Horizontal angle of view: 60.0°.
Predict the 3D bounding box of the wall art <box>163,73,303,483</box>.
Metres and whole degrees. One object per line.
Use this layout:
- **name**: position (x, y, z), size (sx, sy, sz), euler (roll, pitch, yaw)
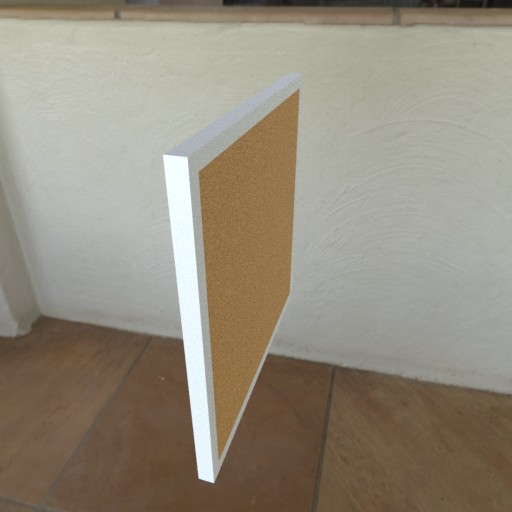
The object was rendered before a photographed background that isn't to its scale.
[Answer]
- **wall art**: position (0.000, 0.000, 1.129), size (0.038, 0.762, 0.762), euler (9, 32, 15)
